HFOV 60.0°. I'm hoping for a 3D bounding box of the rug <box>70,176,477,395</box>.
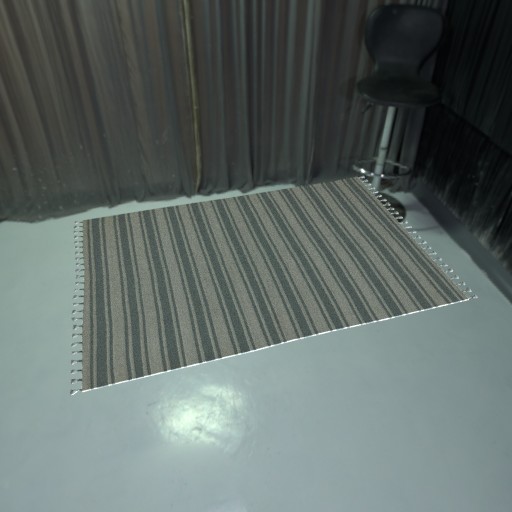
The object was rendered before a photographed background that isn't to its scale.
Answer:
[{"bbox_3d":[0.000,0.000,3.036,2.410,0.011,1.539,-11,42,-12],"label":"rug"}]
